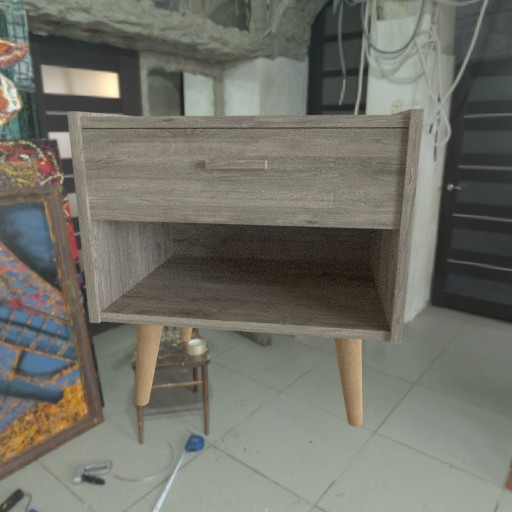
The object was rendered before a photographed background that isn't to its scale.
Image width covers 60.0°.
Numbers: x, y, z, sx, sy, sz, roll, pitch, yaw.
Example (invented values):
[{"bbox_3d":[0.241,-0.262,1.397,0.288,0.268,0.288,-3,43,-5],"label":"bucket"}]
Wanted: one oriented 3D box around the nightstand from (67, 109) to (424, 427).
[{"bbox_3d":[0.000,0.000,0.826,0.480,0.500,0.380,2,16,9],"label":"nightstand"}]
